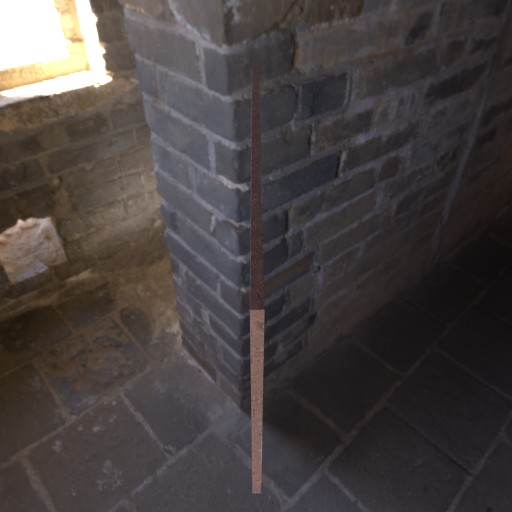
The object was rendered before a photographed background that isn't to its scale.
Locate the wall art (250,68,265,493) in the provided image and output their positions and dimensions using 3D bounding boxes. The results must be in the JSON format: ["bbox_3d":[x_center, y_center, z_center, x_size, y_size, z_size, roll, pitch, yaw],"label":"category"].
[{"bbox_3d":[0.000,0.000,1.140,0.019,0.626,0.917,0,42,0],"label":"wall art"}]
